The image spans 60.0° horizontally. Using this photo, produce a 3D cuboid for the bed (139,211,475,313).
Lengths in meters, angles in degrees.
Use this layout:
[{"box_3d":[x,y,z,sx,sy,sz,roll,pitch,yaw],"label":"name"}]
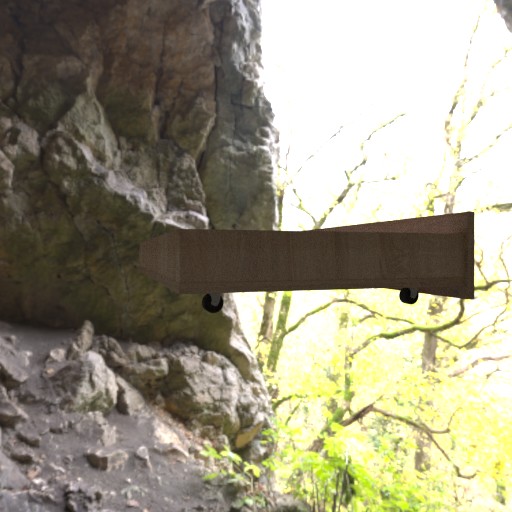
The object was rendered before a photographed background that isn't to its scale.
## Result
[{"box_3d":[0.000,0.000,1.480,0.685,0.209,1.200,0,0,-18],"label":"bed"}]
